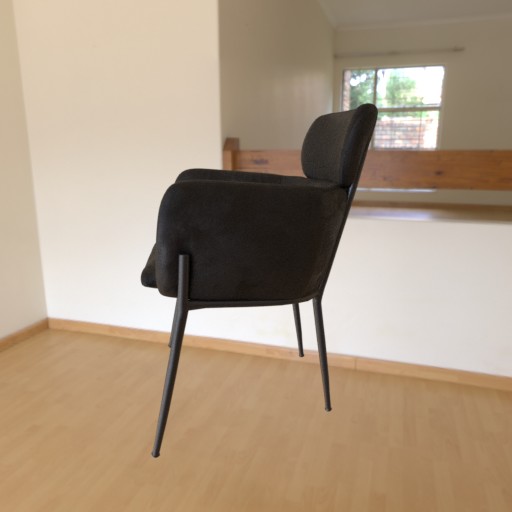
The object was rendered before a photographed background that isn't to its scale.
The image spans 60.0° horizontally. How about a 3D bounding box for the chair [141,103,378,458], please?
[{"bbox_3d":[0.000,0.000,1.282,0.604,0.818,0.640,-2,14,-7],"label":"chair"}]
